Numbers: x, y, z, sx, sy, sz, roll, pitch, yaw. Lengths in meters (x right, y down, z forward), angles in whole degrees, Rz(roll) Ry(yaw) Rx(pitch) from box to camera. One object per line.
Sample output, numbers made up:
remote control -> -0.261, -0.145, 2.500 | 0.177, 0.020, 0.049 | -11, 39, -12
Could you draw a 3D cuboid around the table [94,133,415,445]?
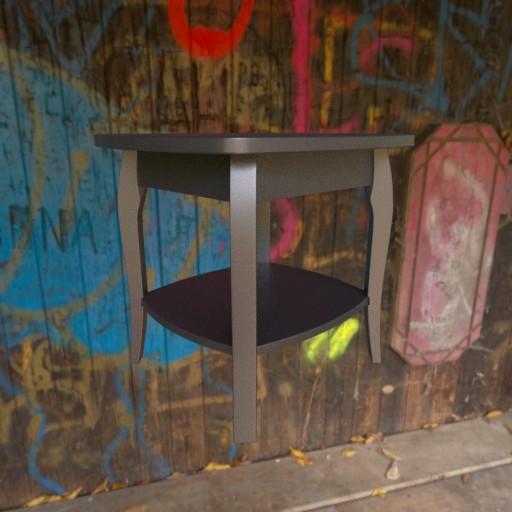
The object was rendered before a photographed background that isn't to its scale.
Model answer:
table -> 0.000, 0.000, 0.862 | 0.508, 0.457, 0.457 | -15, 21, -41
